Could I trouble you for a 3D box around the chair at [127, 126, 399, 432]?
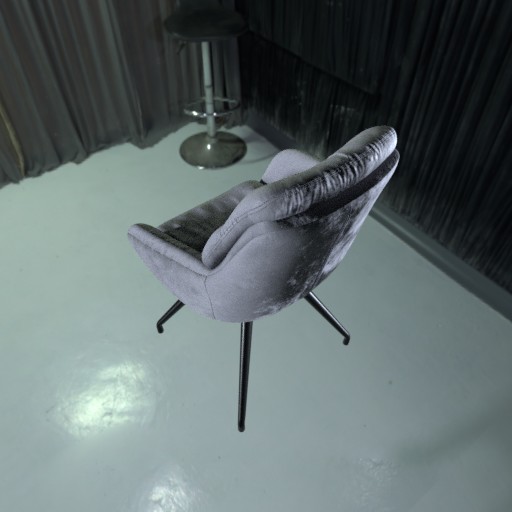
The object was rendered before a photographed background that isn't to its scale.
[{"bbox_3d":[0.000,0.000,1.263,0.579,0.888,0.569,-32,54,-26],"label":"chair"}]
